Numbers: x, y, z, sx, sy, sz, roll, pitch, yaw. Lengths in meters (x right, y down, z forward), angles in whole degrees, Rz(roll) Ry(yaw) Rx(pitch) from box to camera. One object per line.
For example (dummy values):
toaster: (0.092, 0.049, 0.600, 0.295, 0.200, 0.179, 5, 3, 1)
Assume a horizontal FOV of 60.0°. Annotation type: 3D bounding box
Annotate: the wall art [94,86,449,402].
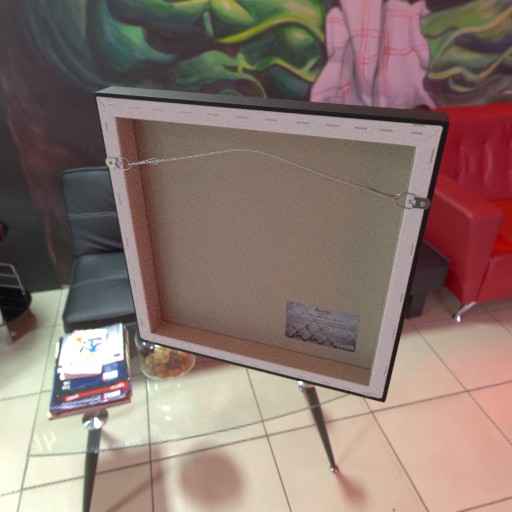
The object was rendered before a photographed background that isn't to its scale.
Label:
wall art: (0.000, 0.000, 0.602, 0.406, 0.407, 0.041, 10, 34, 16)
